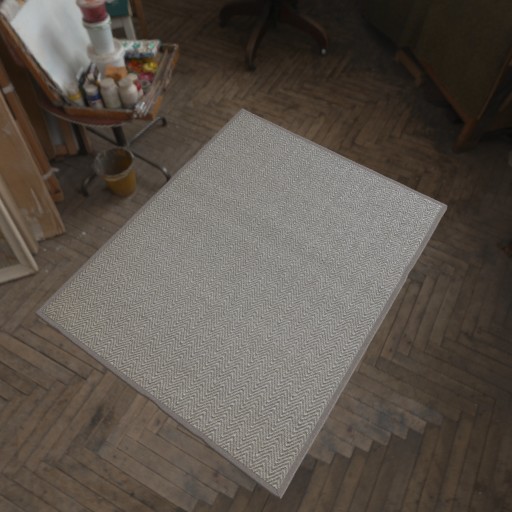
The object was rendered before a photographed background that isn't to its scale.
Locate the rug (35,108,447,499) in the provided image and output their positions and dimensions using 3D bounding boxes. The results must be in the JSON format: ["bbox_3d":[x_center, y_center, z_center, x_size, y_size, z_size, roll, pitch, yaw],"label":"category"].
[{"bbox_3d":[0.000,0.000,3.982,2.434,0.032,3.007,30,64,17],"label":"rug"}]
